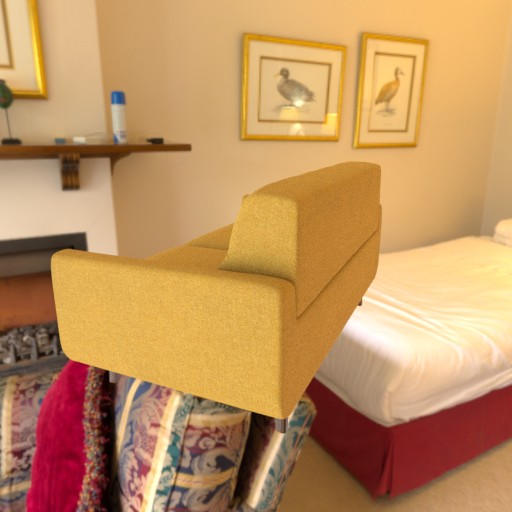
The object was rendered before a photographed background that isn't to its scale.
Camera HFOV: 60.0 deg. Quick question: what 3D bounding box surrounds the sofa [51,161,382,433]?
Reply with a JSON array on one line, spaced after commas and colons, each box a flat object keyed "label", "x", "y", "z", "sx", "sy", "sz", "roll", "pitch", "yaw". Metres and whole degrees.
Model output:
[{"label": "sofa", "x": 0.000, "y": 0.000, "z": 2.128, "sx": 0.909, "sy": 0.841, "sz": 1.631, "roll": 7, "pitch": 18, "yaw": 24}]
